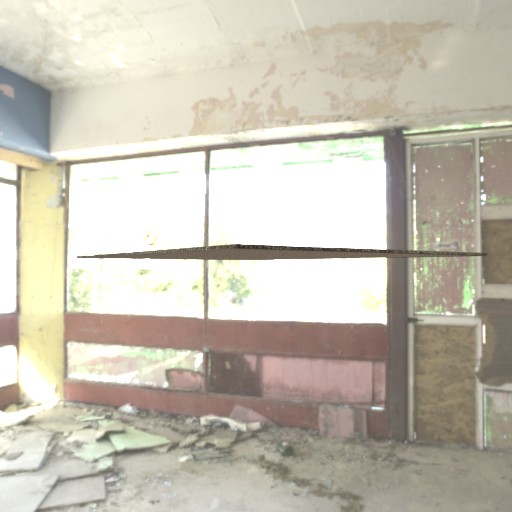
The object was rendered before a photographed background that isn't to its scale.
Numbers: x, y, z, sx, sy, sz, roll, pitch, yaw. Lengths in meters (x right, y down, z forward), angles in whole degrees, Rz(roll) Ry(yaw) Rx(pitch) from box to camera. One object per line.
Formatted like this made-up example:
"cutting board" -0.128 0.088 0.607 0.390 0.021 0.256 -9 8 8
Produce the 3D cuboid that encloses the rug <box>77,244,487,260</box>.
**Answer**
"rug" 0.000 0.000 4.050 2.401 0.025 3.000 1 -2 -36
